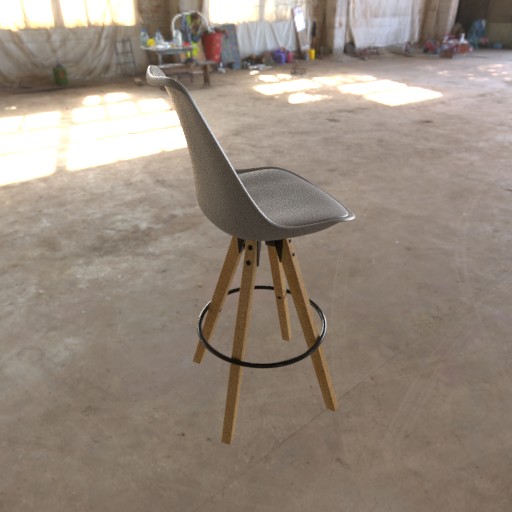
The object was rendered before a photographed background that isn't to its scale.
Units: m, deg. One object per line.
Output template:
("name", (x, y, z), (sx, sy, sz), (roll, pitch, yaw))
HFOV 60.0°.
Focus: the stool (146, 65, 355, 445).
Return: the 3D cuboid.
("stool", (0.000, 0.000, 1.408), (0.550, 1.115, 0.485), (-10, 31, -18))
